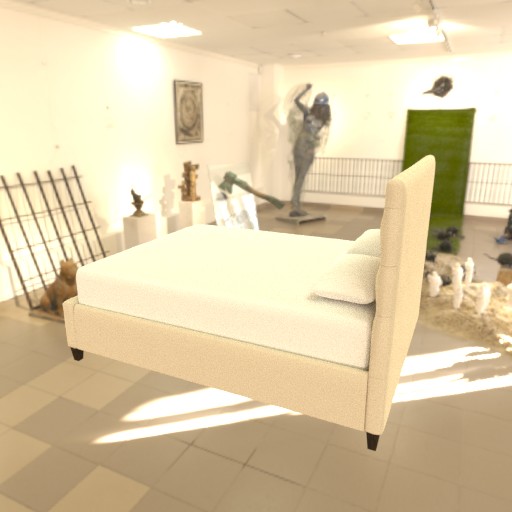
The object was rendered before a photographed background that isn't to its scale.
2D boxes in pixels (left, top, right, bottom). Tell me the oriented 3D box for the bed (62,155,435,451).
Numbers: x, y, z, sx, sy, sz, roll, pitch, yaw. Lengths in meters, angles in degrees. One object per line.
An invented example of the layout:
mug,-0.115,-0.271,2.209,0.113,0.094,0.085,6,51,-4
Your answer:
bed,0.000,0.000,3.286,2.233,1.426,1.696,8,18,24
